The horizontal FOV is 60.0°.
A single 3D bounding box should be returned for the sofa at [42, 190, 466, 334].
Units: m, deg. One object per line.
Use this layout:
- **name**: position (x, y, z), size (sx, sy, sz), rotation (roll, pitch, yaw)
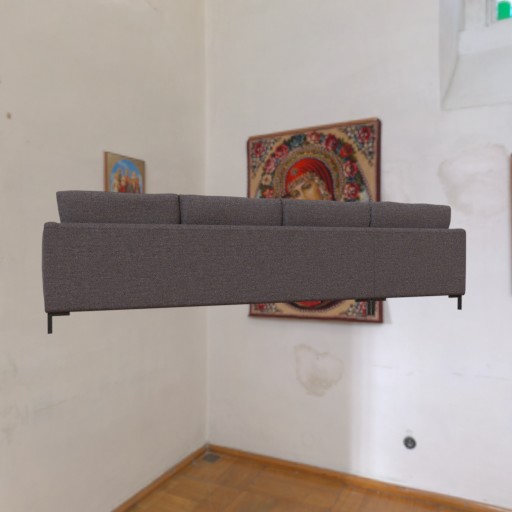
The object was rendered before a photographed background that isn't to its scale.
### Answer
- **sofa**: position (0.000, 0.000, 3.243), size (2.731, 0.754, 1.258), rotation (0, 1, -19)
